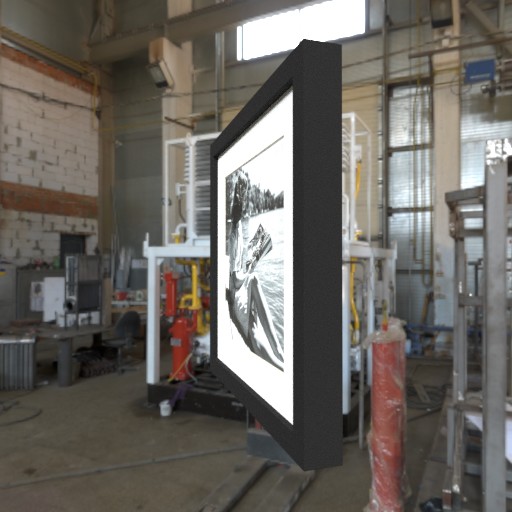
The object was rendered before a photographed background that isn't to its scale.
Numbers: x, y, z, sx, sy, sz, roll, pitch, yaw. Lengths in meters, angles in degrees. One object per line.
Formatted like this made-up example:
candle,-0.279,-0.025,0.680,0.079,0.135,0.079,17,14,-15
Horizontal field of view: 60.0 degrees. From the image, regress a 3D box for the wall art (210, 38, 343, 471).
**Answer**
wall art,0.000,0.000,0.463,0.030,0.305,0.308,0,-1,-18
